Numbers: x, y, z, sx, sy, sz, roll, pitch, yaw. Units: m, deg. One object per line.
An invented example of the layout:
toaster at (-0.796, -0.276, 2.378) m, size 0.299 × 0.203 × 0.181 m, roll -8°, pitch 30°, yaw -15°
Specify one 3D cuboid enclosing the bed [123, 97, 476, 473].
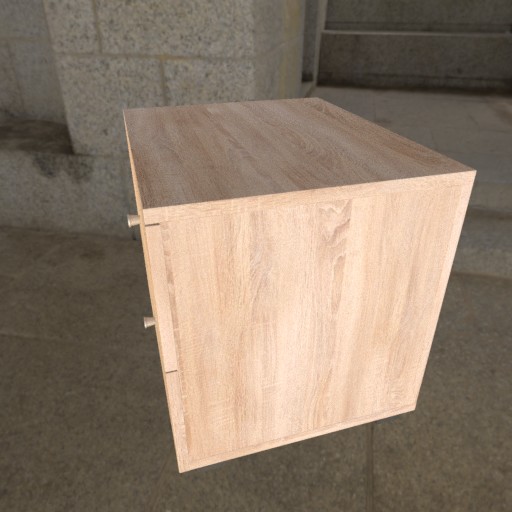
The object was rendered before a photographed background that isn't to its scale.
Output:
bed at (0.000, 0.000, 0.763) m, size 0.401 × 0.420 × 0.460 m, roll -9°, pitch 31°, yaw -14°
